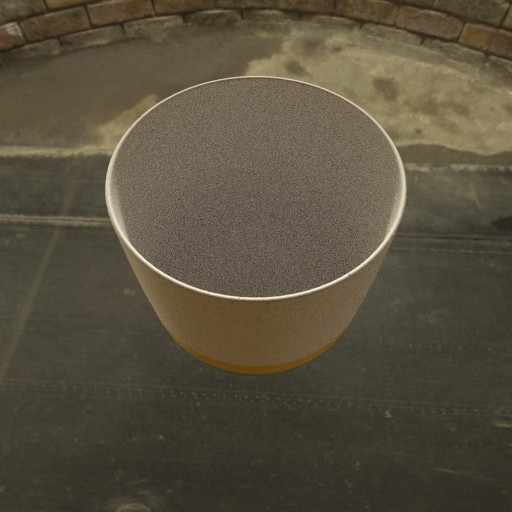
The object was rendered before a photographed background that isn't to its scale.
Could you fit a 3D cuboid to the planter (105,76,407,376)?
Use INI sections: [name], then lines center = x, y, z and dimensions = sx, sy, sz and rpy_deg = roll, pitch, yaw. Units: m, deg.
[planter]
center = 0.000, 0.000, 0.380
dimensions = 0.195, 0.214, 0.195
rpy_deg = 0, 58, 0
